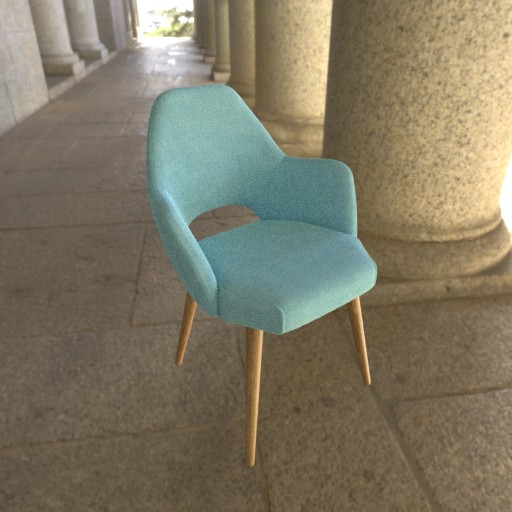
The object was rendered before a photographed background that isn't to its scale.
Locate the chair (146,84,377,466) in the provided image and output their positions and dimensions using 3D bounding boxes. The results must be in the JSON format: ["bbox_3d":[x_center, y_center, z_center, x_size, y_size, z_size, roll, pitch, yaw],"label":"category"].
[{"bbox_3d":[0.000,0.000,1.251,0.590,0.840,0.610,-21,35,-32],"label":"chair"}]
